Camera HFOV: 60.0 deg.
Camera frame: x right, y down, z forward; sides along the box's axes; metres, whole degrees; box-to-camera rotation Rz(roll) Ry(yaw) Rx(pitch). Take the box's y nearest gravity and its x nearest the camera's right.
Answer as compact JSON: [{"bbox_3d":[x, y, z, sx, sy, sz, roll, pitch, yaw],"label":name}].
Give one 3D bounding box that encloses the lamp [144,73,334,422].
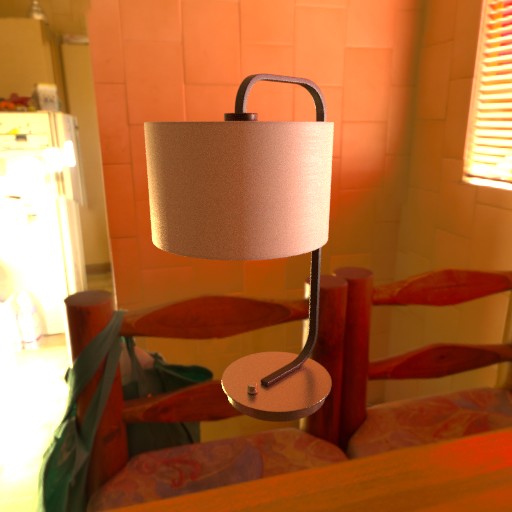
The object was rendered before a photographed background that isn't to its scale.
[{"bbox_3d":[0.000,0.000,0.618,0.230,0.473,0.288,15,22,42],"label":"lamp"}]
